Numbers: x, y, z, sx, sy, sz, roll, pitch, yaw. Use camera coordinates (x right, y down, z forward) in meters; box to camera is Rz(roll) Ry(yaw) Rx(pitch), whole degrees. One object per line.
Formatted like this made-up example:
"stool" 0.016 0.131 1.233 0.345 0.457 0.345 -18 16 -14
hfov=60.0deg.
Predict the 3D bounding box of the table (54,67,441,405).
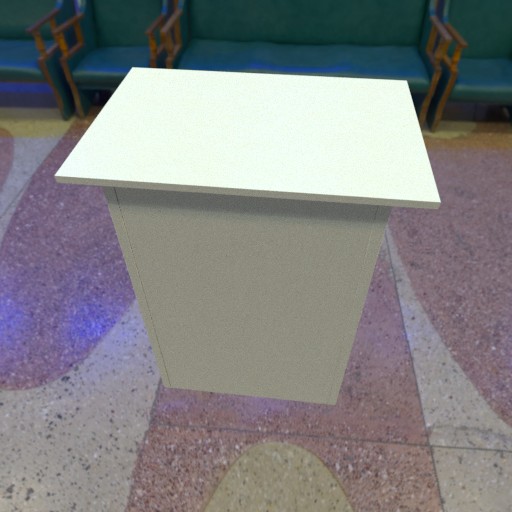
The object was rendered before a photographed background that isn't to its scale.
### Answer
"table" 0.000 0.000 1.066 0.589 0.711 0.406 5 46 4
